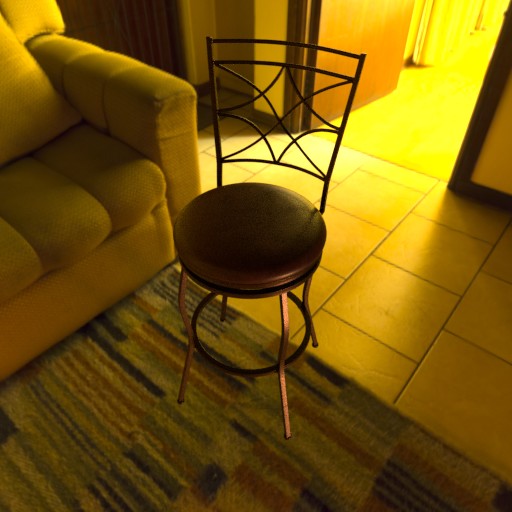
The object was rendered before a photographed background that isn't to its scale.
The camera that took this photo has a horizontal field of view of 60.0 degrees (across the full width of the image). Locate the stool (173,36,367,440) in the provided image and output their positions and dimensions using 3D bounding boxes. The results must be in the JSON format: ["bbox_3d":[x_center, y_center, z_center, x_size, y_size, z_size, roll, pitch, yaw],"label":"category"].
[{"bbox_3d":[0.000,0.000,1.375,0.434,1.117,0.534,13,44,14],"label":"stool"}]
